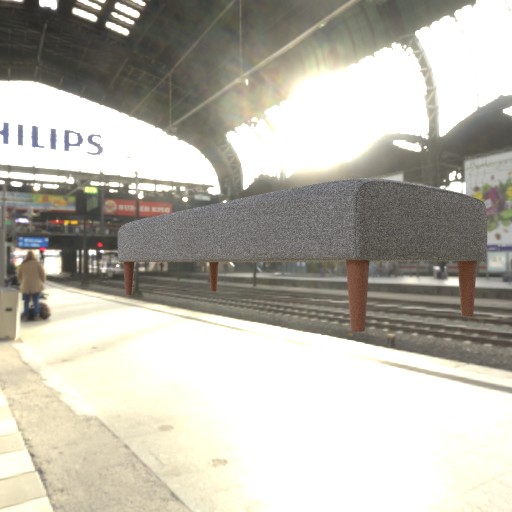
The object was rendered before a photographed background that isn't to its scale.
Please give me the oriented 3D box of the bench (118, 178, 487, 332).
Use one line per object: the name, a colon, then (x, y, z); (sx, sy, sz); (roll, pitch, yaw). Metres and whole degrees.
bench: (0.000, 0.000, 1.818); (0.631, 0.384, 1.598); (1, -1, -37)
